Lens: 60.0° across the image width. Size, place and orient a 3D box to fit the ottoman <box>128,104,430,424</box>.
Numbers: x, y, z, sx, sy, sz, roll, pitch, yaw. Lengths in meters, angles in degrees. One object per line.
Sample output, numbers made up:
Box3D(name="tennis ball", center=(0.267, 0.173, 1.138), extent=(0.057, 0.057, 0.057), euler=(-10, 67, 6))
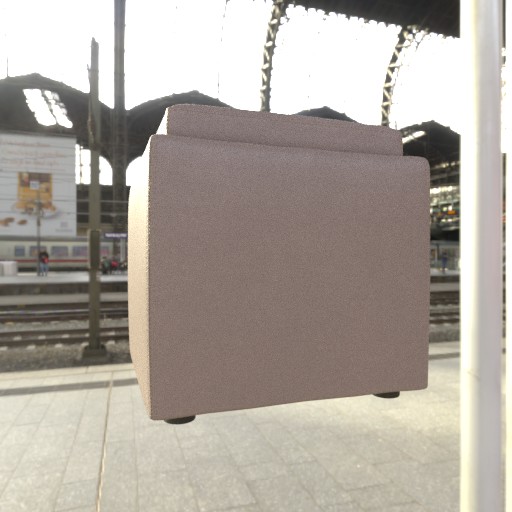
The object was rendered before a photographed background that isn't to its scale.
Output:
Box3D(name="ottoman", center=(0.000, 0.000, 0.839), extent=(0.451, 0.460, 0.450), euler=(0, 0, -19))
